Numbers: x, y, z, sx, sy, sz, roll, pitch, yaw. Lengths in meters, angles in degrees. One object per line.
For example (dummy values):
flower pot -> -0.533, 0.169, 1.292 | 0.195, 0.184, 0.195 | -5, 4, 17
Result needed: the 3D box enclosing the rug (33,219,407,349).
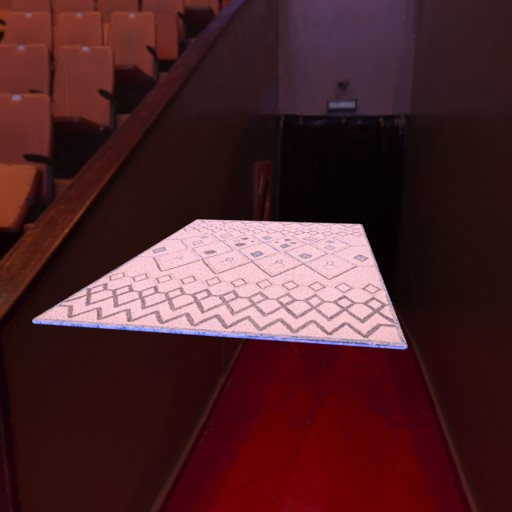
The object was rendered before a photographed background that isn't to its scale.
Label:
rug -> 0.000, 0.000, 2.909 | 1.524, 0.015, 2.439 | 2, 15, 9
